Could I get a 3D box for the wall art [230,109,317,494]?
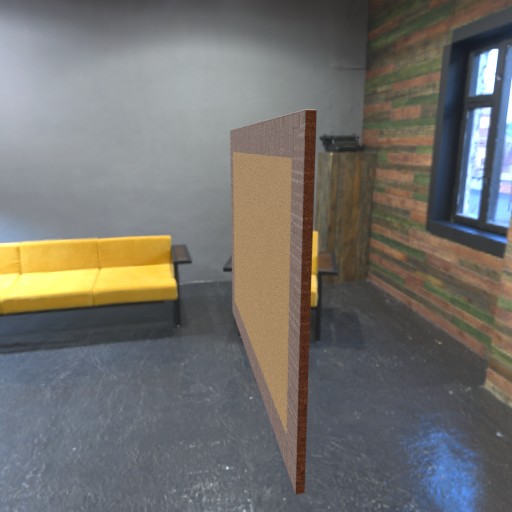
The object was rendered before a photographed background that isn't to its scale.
[{"bbox_3d":[0.000,0.000,1.333,0.020,0.761,1.056,-2,14,-10],"label":"wall art"}]
